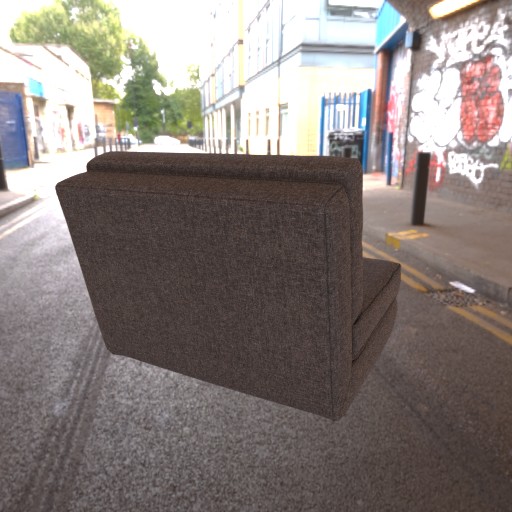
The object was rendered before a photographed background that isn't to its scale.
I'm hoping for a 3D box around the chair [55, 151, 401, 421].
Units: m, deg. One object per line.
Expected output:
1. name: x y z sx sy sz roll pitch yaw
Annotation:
1. chair: 0.000 0.000 1.327 0.740 0.615 0.800 8 17 27
